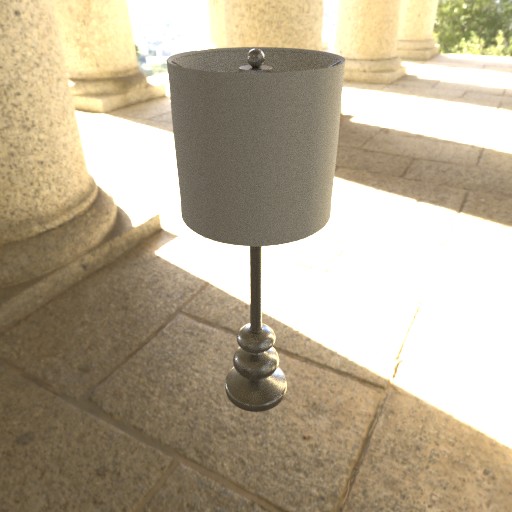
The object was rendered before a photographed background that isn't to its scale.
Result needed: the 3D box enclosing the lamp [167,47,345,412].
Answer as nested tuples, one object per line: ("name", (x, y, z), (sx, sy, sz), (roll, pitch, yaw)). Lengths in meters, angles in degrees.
("lamp", (0.000, 0.000, 0.809), (0.254, 0.690, 0.254), (0, 32, 0))
